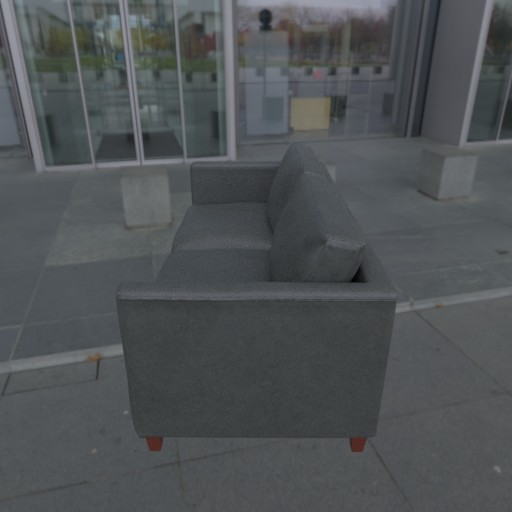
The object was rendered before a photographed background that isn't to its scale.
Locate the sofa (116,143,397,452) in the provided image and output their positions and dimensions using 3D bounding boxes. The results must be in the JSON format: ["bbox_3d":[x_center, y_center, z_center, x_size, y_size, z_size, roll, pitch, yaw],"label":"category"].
[{"bbox_3d":[0.000,0.000,2.375,0.951,0.933,1.883,0,25,0],"label":"sofa"}]
